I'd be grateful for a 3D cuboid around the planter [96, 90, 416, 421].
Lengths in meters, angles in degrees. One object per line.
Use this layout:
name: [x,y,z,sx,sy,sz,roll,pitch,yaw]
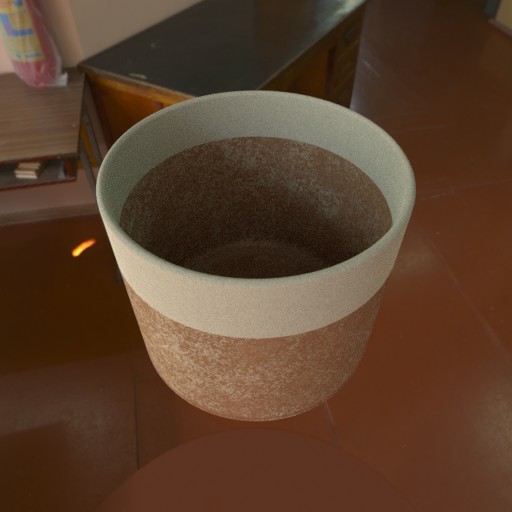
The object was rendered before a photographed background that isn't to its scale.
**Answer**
planter: [0.000,0.000,0.275,0.159,0.138,0.159,0,47,0]
